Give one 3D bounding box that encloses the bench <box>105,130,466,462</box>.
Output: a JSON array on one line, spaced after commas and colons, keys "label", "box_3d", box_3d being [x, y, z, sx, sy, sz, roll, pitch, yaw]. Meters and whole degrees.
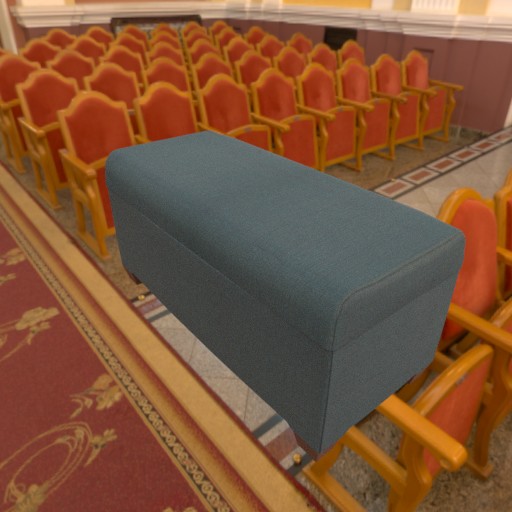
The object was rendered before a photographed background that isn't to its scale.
[{"label": "bench", "box_3d": [0.000, 0.000, 1.281, 0.476, 0.474, 0.995, -23, 39, -32]}]
